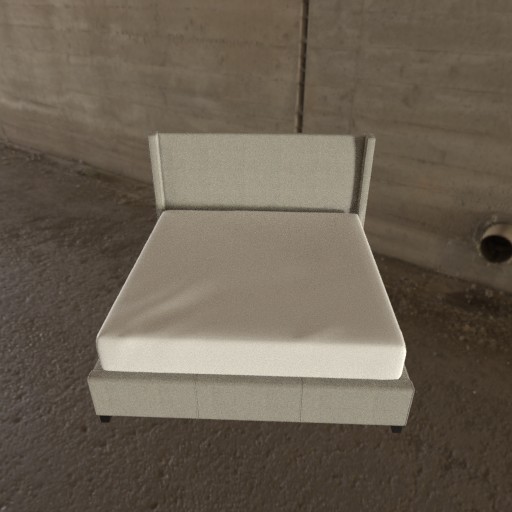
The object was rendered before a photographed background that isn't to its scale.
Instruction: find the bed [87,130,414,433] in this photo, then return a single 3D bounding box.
[{"bbox_3d":[0.000,0.000,3.685,2.140,1.470,2.280,1,30,2],"label":"bed"}]
